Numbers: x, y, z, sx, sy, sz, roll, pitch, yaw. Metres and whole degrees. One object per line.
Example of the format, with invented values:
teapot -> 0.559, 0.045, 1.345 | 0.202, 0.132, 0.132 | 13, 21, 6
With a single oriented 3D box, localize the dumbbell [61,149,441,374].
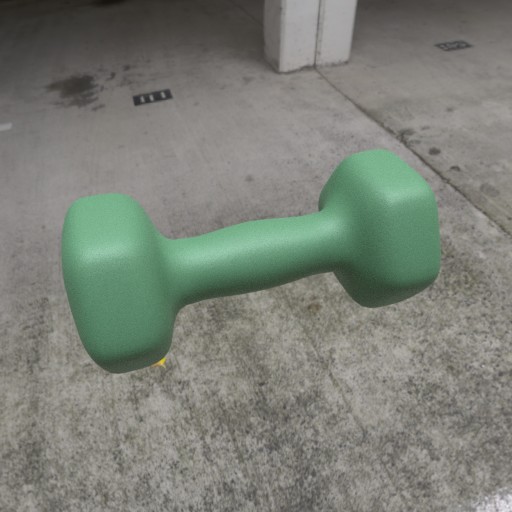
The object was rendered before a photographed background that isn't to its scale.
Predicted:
dumbbell -> 0.000, 0.000, 0.326 | 0.257, 0.114, 0.126 | -11, 42, -13
